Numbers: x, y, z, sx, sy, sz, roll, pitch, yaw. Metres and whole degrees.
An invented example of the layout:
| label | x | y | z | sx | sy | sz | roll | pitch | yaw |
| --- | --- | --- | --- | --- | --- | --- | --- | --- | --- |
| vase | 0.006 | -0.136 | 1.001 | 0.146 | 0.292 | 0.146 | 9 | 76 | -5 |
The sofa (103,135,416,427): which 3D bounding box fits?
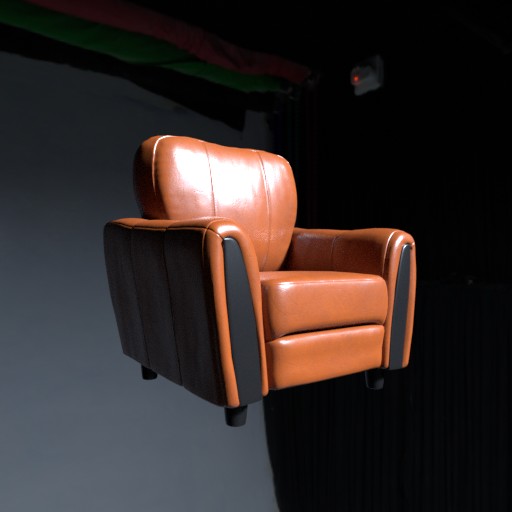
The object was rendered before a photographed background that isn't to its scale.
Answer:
| label | x | y | z | sx | sy | sz | roll | pitch | yaw |
| --- | --- | --- | --- | --- | --- | --- | --- | --- | --- |
| sofa | 0.000 | 0.000 | 1.547 | 0.836 | 0.876 | 0.789 | 0 | -1 | -36 |
